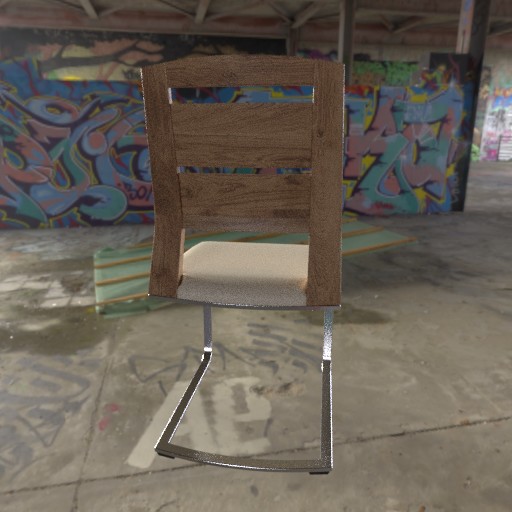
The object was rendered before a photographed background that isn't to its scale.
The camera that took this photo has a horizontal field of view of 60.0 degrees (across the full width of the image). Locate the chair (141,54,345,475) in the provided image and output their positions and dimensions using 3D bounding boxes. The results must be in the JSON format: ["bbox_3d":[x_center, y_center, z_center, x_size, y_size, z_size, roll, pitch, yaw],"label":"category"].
[{"bbox_3d":[0.000,0.000,1.226,0.457,0.955,0.561,2,16,8],"label":"chair"}]
